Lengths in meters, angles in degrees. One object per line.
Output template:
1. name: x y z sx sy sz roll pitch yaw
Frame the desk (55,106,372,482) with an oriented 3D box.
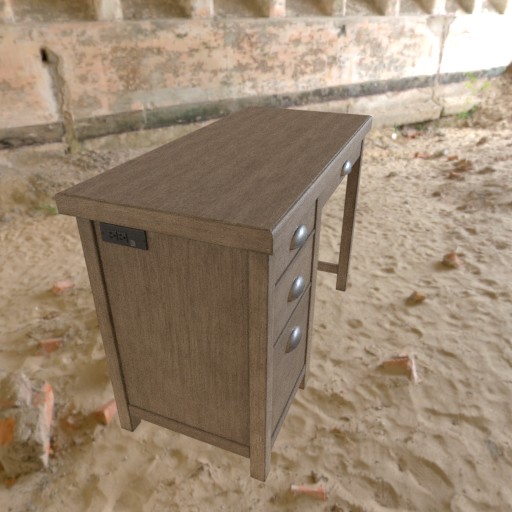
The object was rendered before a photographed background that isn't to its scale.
1. desk: 0.000 0.000 1.794 0.610 0.912 1.289 11 31 19
